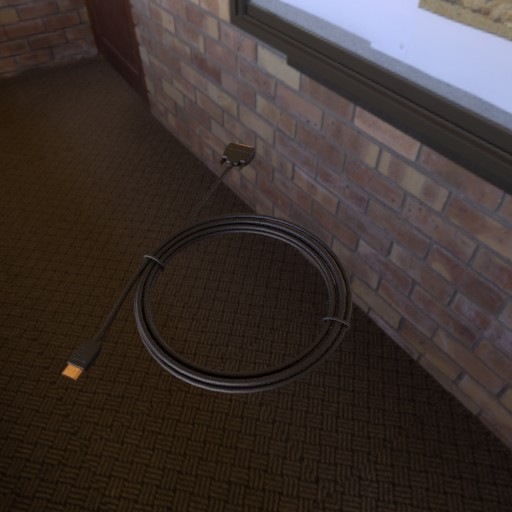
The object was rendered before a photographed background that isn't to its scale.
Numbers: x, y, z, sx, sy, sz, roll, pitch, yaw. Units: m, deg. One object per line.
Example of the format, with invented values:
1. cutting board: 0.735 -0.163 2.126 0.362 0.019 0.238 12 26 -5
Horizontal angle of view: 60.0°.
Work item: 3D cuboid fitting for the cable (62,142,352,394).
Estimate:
1. cable: 0.000 0.000 0.522 0.257 0.030 0.422 17 50 15
